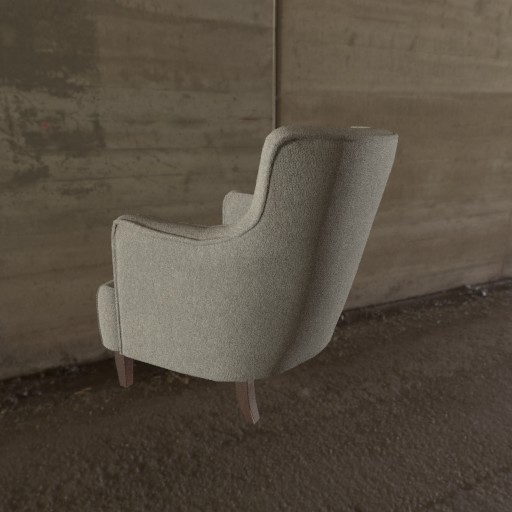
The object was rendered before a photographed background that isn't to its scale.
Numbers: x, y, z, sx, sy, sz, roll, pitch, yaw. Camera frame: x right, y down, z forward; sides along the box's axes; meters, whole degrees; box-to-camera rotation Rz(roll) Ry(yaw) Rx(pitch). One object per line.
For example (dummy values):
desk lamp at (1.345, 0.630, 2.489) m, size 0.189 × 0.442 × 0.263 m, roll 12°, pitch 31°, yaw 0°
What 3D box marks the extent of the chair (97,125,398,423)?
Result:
chair at (0.000, 0.000, 1.611) m, size 0.910 × 0.920 × 0.820 m, roll 8°, pitch 18°, yaw 26°
